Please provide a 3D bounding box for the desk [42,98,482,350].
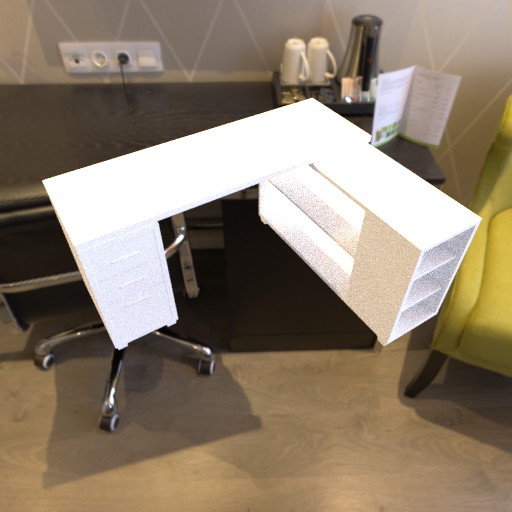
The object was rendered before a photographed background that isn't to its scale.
[{"bbox_3d":[0.000,0.000,2.198,1.524,0.759,1.199,-24,50,-22],"label":"desk"}]
